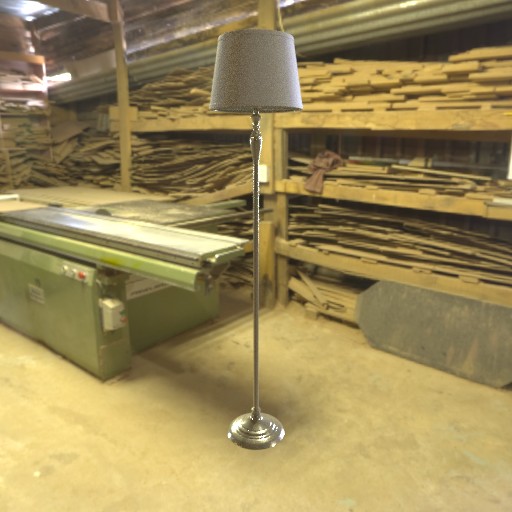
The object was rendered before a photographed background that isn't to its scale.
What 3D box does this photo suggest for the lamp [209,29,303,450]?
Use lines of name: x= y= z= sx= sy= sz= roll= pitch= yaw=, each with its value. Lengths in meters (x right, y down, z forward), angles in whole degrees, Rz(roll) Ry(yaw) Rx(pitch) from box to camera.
lamp: x=0.000 y=0.000 z=1.672 sx=0.327 sy=1.506 sz=0.327 roll=13 pitch=19 yaw=42
